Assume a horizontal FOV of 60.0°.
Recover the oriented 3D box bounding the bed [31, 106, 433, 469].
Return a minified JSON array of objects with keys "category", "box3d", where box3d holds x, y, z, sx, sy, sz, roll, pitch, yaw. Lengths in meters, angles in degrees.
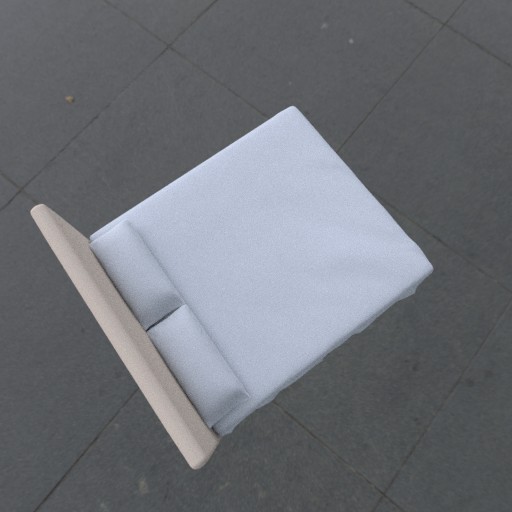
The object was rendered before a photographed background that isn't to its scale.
[{"category":"bed","box3d":[0.000,0.000,3.285,2.142,1.330,1.884,-35,77,-9]}]
